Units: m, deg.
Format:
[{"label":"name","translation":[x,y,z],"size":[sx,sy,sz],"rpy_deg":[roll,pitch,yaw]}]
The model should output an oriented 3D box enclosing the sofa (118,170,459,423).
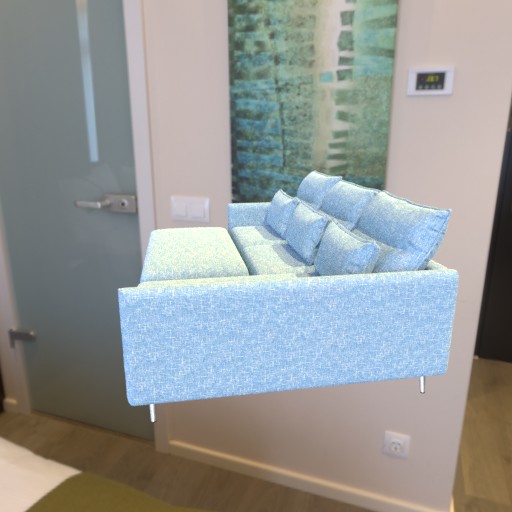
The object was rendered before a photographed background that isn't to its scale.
[{"label":"sofa","translation":[0.000,0.000,2.779],"size":[1.420,0.899,2.034],"rpy_deg":[-3,16,-10]}]
